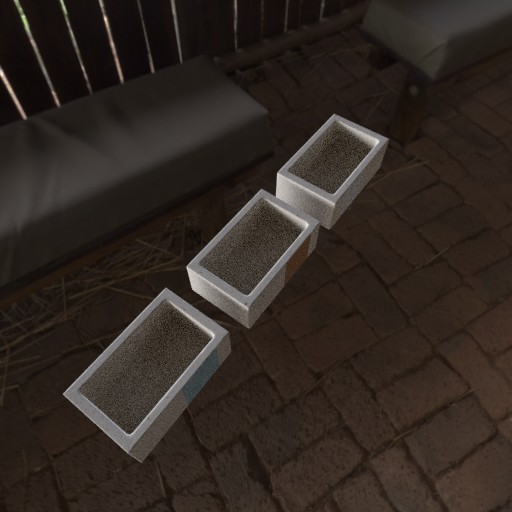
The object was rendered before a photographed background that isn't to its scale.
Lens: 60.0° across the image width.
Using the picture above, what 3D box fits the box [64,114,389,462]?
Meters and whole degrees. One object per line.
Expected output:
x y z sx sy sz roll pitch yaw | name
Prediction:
0.000 0.000 0.498 0.082 0.051 0.461 32 63 19 | box
